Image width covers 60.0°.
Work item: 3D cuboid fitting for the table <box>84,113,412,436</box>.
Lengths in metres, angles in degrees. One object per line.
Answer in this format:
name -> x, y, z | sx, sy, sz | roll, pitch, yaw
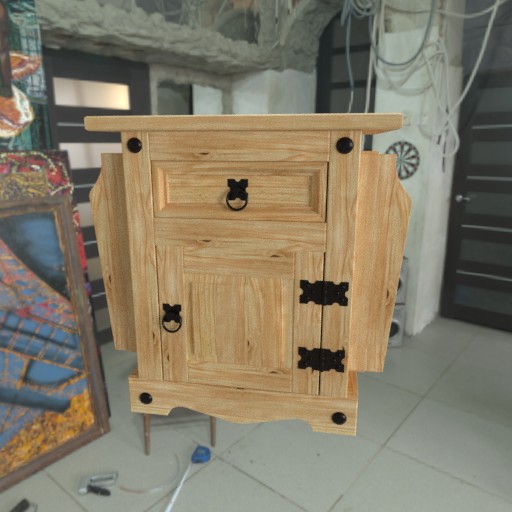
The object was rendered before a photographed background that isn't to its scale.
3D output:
table -> 0.000, 0.000, 0.882 | 0.530, 0.515, 0.380 | 3, 14, 10
